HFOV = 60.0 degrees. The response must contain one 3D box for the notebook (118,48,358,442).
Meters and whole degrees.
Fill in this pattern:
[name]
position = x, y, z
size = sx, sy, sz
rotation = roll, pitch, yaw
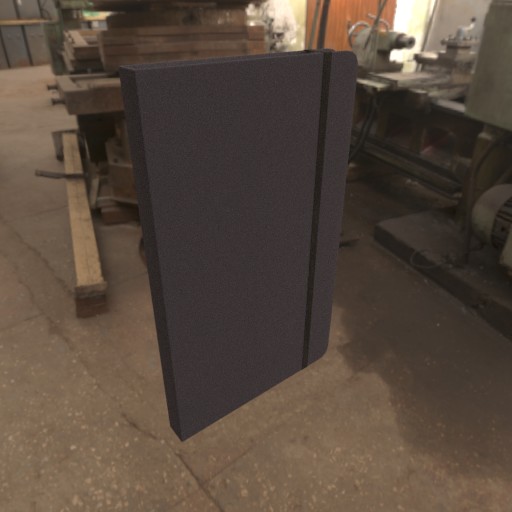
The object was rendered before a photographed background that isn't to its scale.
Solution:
[notebook]
position = 0.000, 0.000, 0.257
size = 0.127, 0.213, 0.016
rotation = -21, 36, -32
